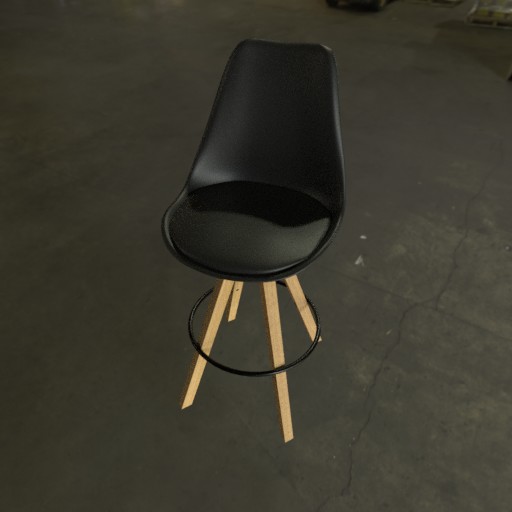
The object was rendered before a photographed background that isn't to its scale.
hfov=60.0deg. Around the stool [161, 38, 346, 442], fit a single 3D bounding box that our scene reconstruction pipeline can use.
[{"bbox_3d":[0.000,0.000,1.368,0.485,1.115,0.550,12,41,14],"label":"stool"}]
